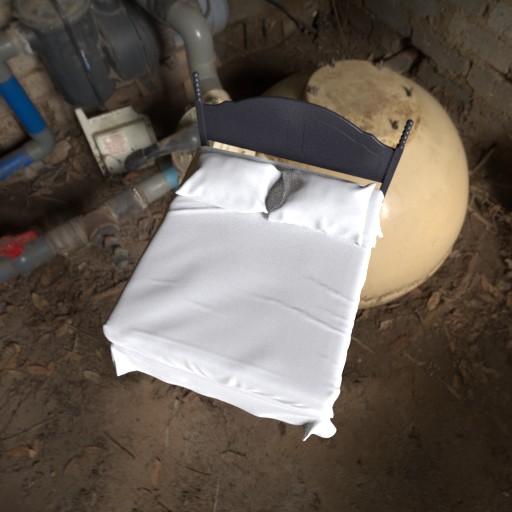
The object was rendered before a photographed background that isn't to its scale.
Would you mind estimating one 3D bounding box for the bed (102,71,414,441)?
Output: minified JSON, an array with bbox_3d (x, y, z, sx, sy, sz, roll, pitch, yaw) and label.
[{"bbox_3d":[0.000,0.000,3.282,1.873,1.356,2.040,16,61,9],"label":"bed"}]
